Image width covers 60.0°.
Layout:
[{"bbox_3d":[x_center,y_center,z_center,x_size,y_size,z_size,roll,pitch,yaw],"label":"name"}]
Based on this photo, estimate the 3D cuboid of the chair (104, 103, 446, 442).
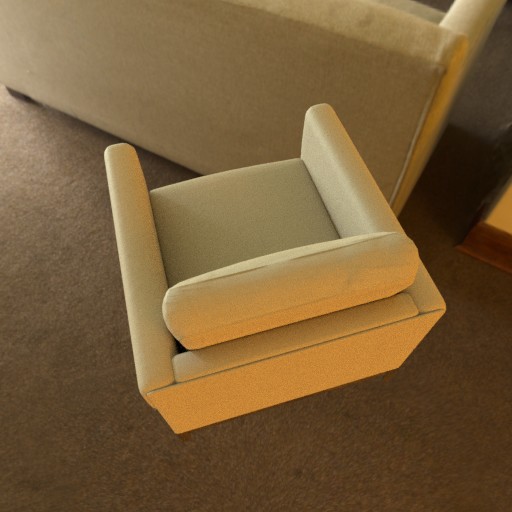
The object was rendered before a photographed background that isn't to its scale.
[{"bbox_3d":[0.000,0.000,1.658,0.914,0.838,0.959,-14,58,-9],"label":"chair"}]
